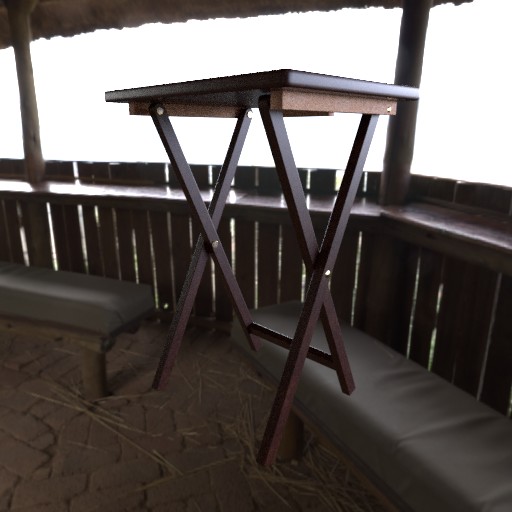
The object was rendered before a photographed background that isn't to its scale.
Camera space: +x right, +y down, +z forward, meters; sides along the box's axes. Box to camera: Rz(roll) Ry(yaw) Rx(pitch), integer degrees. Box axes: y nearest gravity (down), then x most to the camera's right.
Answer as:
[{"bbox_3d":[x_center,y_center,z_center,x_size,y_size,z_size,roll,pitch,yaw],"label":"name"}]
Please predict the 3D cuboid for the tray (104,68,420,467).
[{"bbox_3d":[0.000,0.000,0.935,0.483,0.660,0.381,15,22,43],"label":"tray"}]
